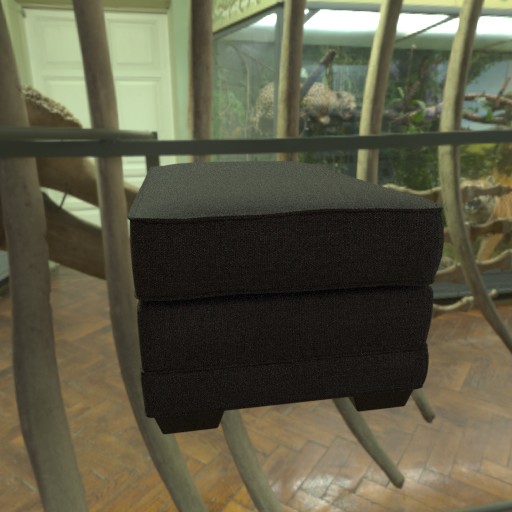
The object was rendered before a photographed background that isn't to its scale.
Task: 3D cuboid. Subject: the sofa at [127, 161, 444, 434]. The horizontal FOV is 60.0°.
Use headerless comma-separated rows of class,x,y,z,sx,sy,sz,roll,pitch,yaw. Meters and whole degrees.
sofa,0.000,0.000,1.202,0.578,0.457,0.854,-3,17,-10
